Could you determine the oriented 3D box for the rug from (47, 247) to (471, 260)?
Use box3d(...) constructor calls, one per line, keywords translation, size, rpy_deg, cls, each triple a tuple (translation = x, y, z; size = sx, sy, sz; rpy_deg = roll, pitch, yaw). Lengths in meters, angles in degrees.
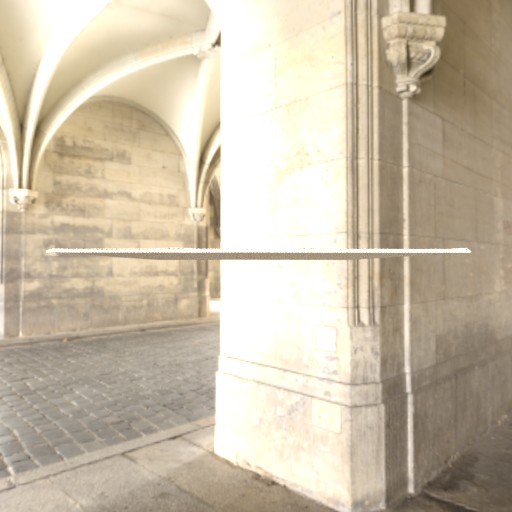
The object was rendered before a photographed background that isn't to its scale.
box3d(translation=(0.000, 0.000, 4.049), size=(2.429, 0.030, 3.052), rpy_deg=(0, -1, -1), cls="rug")
